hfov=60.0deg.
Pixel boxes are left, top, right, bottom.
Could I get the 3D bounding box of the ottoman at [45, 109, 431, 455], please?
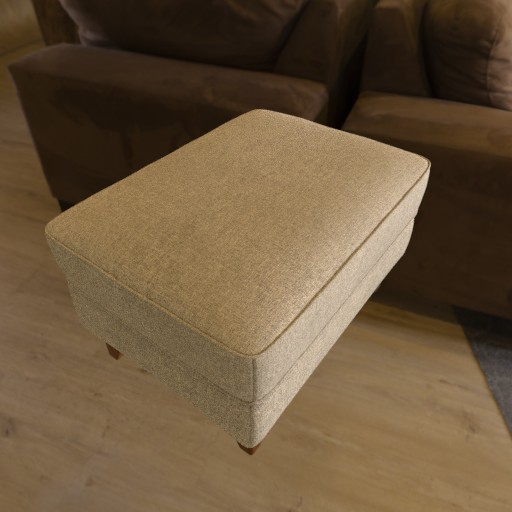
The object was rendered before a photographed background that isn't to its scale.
[{"bbox_3d":[0.000,0.000,1.298,0.661,0.561,0.889,26,48,27],"label":"ottoman"}]
